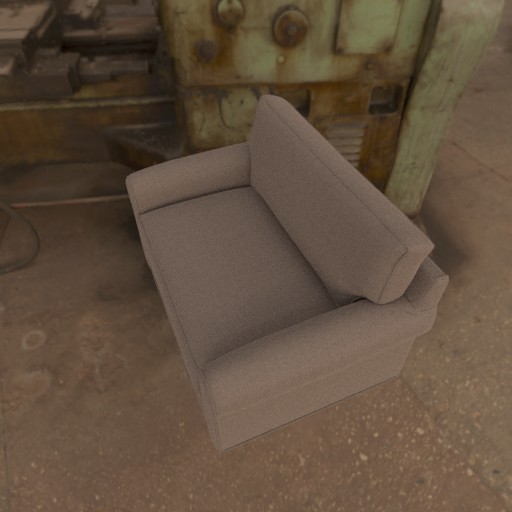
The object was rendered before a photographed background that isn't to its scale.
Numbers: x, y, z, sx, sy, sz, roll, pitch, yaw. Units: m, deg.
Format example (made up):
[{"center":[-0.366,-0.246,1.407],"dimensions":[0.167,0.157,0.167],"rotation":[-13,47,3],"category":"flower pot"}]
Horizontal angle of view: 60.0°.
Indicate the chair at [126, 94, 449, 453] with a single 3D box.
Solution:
[{"center":[0.000,0.000,2.043],"dimensions":[0.930,0.930,1.390],"rotation":[-17,48,-16],"category":"chair"}]
